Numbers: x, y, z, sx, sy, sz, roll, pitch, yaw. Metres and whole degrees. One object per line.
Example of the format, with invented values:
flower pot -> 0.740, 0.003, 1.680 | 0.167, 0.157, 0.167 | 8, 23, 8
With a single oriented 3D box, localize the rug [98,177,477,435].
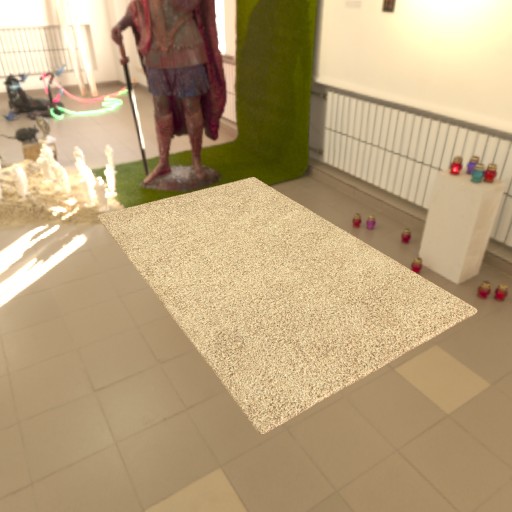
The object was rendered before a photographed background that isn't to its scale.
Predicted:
rug -> 0.000, 0.000, 3.106 | 1.524, 0.030, 2.438 | -19, 37, -27
